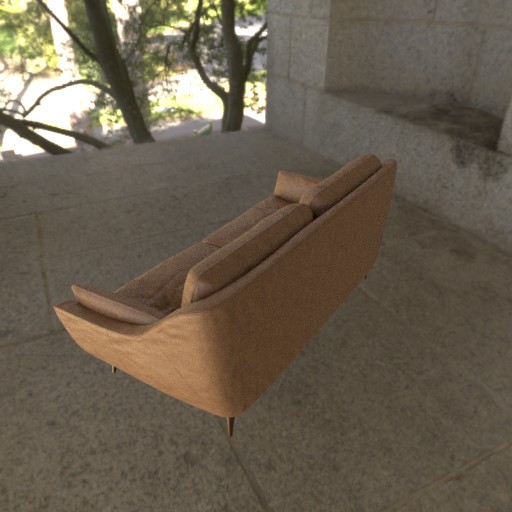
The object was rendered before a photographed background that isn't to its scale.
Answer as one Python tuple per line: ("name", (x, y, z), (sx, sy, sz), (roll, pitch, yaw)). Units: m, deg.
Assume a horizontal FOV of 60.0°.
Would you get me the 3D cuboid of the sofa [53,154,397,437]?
("sofa", (0.000, 0.000, 2.435), (0.904, 0.839, 1.902), (20, 37, 29))
